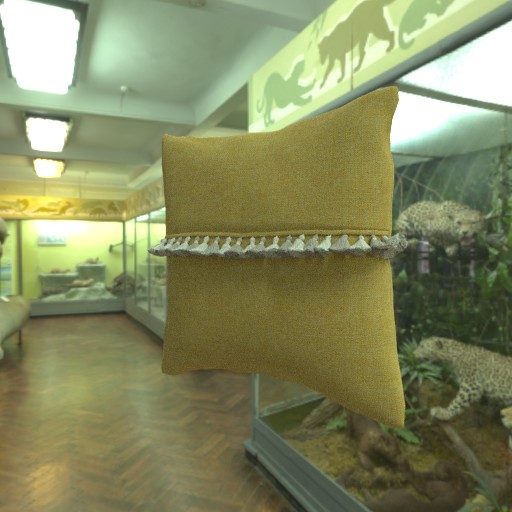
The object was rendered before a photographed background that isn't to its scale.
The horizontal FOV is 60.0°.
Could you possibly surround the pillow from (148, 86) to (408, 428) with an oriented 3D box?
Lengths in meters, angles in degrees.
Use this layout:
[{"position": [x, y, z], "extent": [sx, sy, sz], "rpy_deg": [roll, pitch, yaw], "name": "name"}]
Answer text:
[{"position": [0.000, 0.000, 0.738], "extent": [0.485, 0.481, 0.167], "rpy_deg": [0, 1, 35], "name": "pillow"}]
